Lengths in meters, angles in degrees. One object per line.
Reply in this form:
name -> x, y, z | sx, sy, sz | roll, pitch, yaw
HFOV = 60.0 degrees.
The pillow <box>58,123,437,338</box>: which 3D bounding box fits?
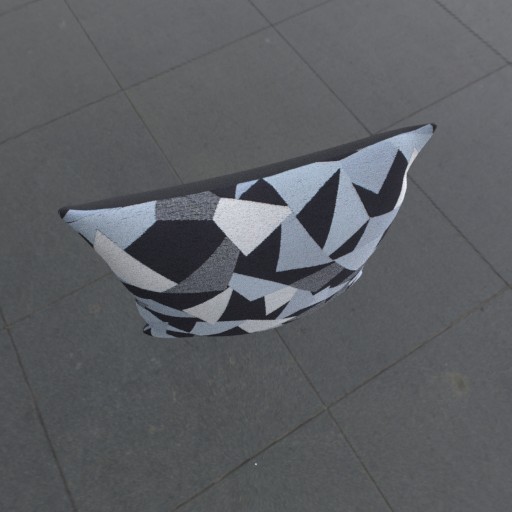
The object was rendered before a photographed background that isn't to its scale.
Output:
pillow -> 0.000, 0.000, 0.762 | 0.503, 0.496, 0.208 | -15, 66, -7
